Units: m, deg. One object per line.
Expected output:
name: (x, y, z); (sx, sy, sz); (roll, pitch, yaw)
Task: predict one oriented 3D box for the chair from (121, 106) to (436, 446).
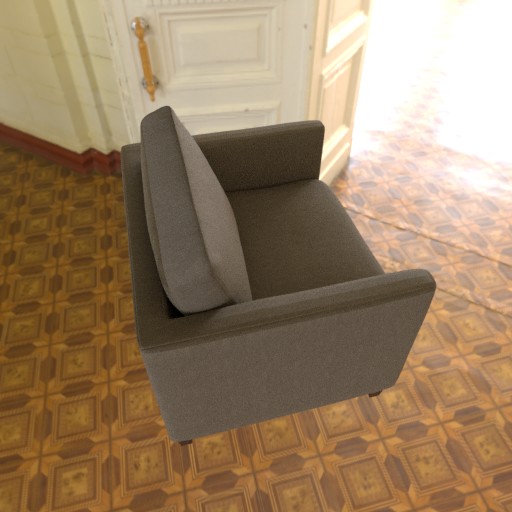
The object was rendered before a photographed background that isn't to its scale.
chair: (0.000, 0.000, 1.834); (0.959, 0.963, 1.107); (-11, 46, -10)
